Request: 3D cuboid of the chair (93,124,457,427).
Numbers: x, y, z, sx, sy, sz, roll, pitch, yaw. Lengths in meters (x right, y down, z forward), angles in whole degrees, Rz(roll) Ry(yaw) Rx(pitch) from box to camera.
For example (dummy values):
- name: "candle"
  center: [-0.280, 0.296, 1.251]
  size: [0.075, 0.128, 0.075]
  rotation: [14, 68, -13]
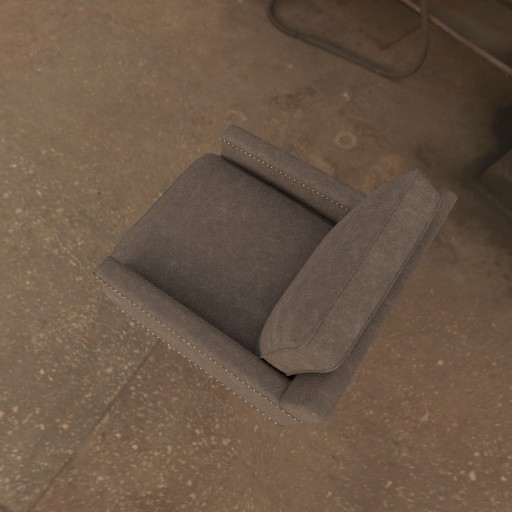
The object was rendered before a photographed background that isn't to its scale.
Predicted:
- name: "chair"
  center: [0.000, 0.000, 1.697]
  size: [1.014, 0.948, 0.853]
  rotation: [32, 68, 15]
